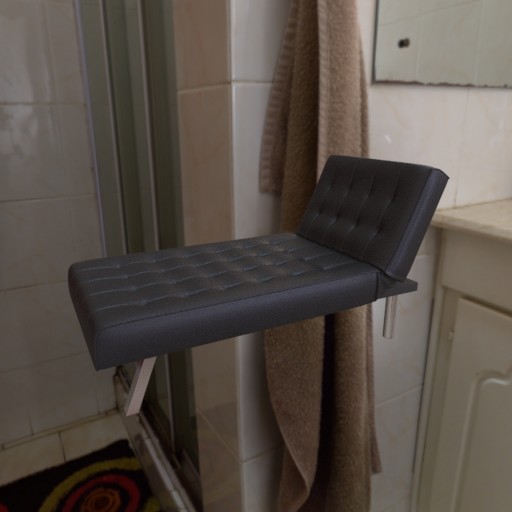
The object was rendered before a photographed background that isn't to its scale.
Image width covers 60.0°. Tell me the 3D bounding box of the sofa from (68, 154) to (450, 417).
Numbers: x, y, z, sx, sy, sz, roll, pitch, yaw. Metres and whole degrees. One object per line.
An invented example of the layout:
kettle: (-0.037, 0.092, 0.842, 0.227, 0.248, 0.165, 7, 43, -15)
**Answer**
sofa: (0.000, 0.000, 2.030, 1.560, 0.820, 0.760, -9, 20, -27)
